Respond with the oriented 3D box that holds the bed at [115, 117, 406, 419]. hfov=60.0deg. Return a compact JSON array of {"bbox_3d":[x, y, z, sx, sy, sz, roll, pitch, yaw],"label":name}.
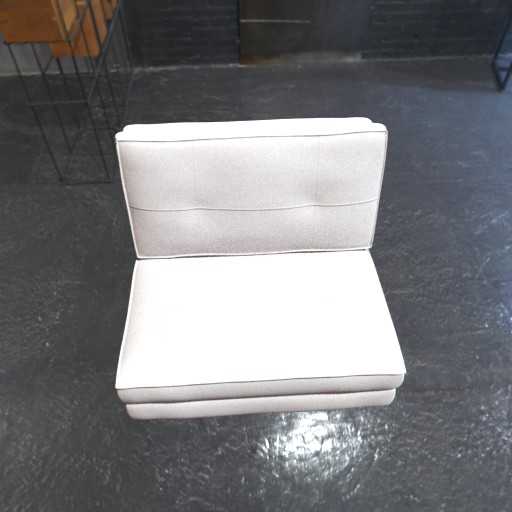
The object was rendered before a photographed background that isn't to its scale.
[{"bbox_3d":[0.000,0.000,1.341,0.799,0.614,0.749,-2,47,-2],"label":"bed"}]
